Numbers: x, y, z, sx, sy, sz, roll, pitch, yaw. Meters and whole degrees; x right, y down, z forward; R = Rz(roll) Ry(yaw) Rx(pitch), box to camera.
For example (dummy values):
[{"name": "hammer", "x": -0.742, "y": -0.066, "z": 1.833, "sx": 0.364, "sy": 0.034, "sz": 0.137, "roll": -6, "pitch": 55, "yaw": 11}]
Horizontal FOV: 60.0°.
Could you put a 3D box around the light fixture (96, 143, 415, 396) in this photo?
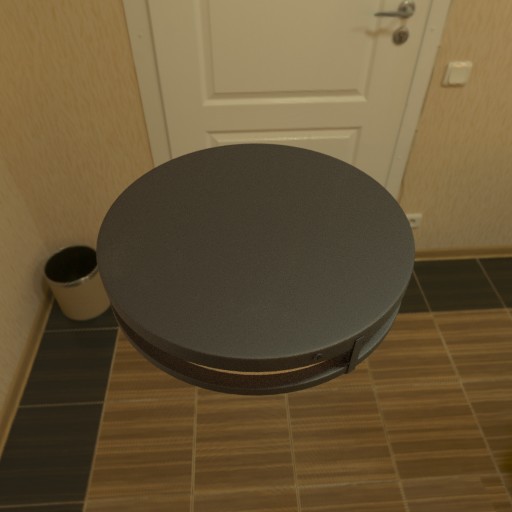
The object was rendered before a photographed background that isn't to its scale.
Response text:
[{"name": "light fixture", "x": 0.000, "y": 0.000, "z": 0.542, "sx": 0.356, "sy": 0.102, "sz": 0.356, "roll": 0, "pitch": 45, "yaw": 0}]
